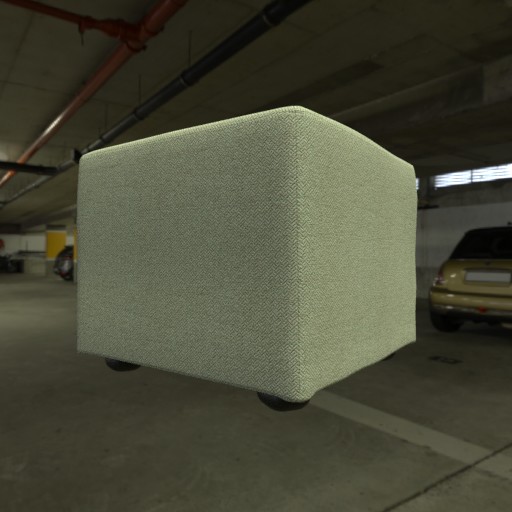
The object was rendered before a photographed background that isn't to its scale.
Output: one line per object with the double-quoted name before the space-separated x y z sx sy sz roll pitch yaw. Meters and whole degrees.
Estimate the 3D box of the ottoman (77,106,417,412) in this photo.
"ottoman" 0.000 0.000 0.919 0.521 0.453 0.512 0 0 36
